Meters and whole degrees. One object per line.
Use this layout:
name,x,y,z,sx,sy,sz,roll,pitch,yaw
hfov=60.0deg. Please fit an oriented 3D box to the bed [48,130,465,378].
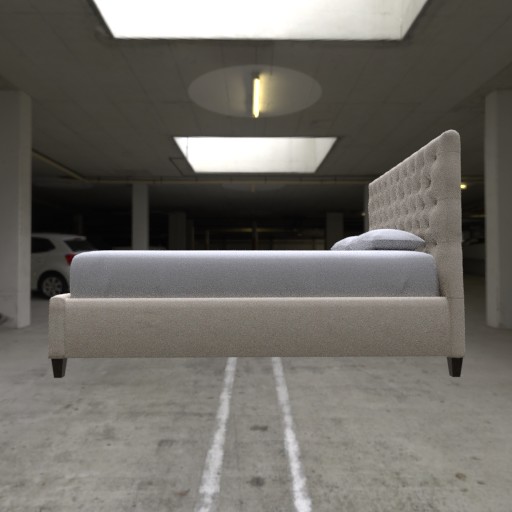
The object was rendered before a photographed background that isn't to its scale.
bed,0.000,0.000,3.365,2.387,1.427,1.698,0,-1,-1
